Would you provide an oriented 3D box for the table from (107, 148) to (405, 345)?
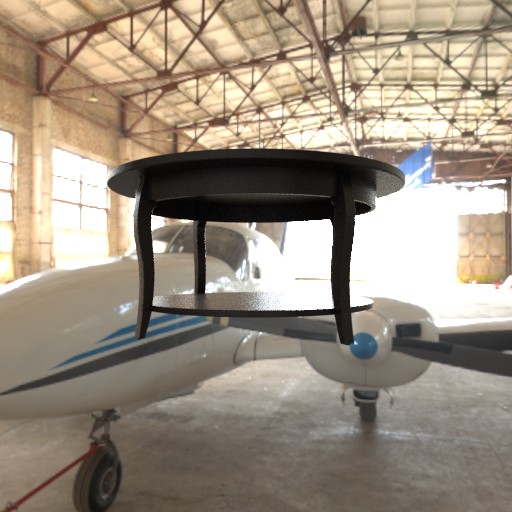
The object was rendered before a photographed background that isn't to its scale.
[{"bbox_3d":[0.000,0.000,1.427,0.914,0.457,0.914,0,-1,0],"label":"table"}]
